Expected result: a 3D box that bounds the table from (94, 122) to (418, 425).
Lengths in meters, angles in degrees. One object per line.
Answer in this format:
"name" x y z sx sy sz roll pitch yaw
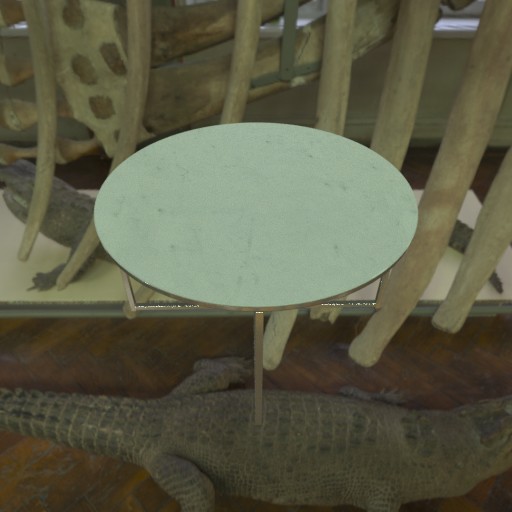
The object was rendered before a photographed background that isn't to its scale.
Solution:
"table" 0.000 0.000 1.280 0.800 0.450 0.800 0 41 0
